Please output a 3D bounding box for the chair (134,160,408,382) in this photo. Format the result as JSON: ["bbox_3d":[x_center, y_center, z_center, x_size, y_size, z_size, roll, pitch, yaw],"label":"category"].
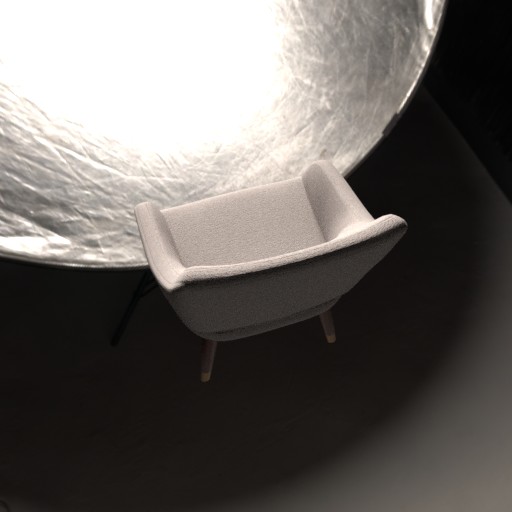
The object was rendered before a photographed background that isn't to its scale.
[{"bbox_3d":[0.000,0.000,1.292,0.609,0.889,0.600,-15,60,-9],"label":"chair"}]
